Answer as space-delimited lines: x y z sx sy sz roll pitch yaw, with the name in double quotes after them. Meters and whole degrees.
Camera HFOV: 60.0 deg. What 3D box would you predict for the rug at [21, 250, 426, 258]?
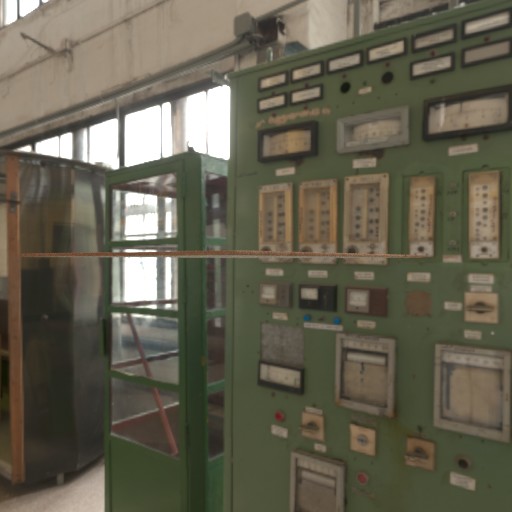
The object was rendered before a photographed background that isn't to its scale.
0.000 0.000 2.314 1.219 0.014 1.829 0 -1 37 "rug"
